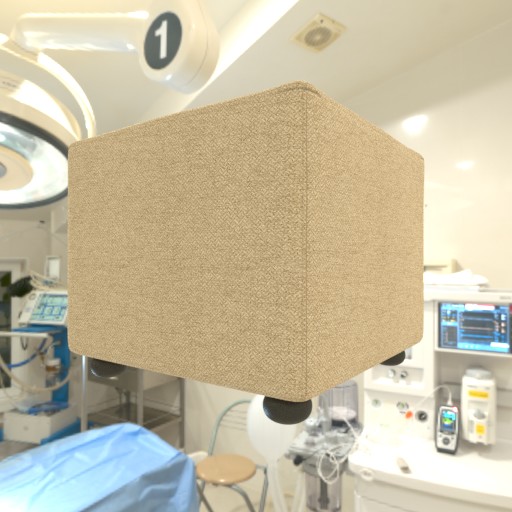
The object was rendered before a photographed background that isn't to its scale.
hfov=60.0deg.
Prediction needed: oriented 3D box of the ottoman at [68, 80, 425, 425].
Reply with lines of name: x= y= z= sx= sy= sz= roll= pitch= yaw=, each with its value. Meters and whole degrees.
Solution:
ottoman: x=0.000 y=0.000 z=0.848 sx=0.508 sy=0.432 sz=0.508 roll=0 pitch=0 yaw=36
